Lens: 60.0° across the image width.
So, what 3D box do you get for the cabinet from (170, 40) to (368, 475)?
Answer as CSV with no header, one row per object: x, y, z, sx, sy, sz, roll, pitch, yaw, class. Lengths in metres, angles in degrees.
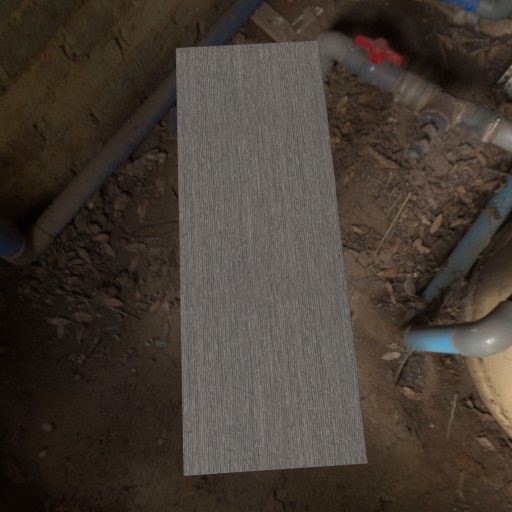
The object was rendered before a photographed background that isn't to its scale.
0.000,0.000,1.598,0.500,0.599,1.300,-3,75,-1,cabinet
